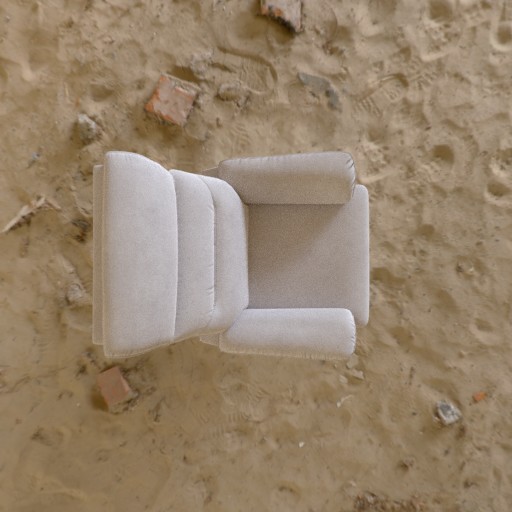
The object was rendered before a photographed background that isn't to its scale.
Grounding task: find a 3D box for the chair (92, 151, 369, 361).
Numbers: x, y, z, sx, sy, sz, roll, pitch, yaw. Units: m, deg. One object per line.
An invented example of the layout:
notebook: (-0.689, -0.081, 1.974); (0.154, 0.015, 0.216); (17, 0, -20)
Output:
chair: (0.000, 0.000, 1.808); (1.001, 1.039, 0.820); (0, 89, 1)
